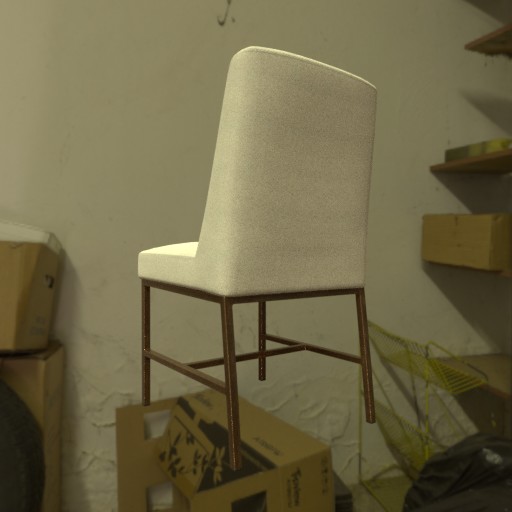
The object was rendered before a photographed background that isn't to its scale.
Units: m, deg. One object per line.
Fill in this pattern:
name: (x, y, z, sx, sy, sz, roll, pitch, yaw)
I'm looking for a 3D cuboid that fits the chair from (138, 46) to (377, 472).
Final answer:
chair: (0.000, 0.000, 1.298, 0.503, 0.933, 0.597, 0, 1, -36)
